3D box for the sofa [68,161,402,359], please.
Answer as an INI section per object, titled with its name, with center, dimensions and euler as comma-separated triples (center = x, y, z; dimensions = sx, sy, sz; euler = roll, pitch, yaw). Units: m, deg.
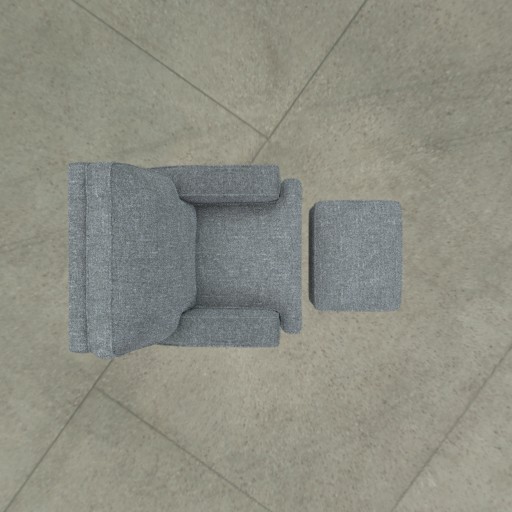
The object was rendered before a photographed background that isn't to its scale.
[sofa]
center = 0.000, 0.000, 2.090
dimensions = 1.472, 0.959, 0.861
euler = 0, 91, 0
